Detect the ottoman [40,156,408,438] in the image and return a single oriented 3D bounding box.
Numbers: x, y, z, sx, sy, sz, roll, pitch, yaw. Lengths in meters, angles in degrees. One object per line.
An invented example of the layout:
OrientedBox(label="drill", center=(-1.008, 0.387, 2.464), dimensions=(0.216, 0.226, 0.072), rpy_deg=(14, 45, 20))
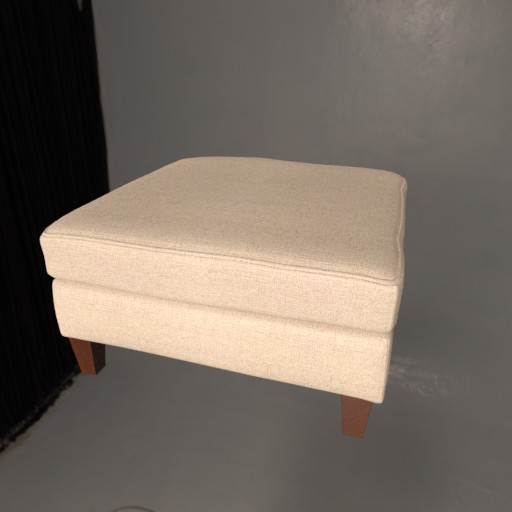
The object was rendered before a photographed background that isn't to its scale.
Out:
OrientedBox(label="ottoman", center=(0.000, 0.000, 1.353), dimensions=(0.838, 0.481, 0.838), rpy_deg=(8, 26, 16))
